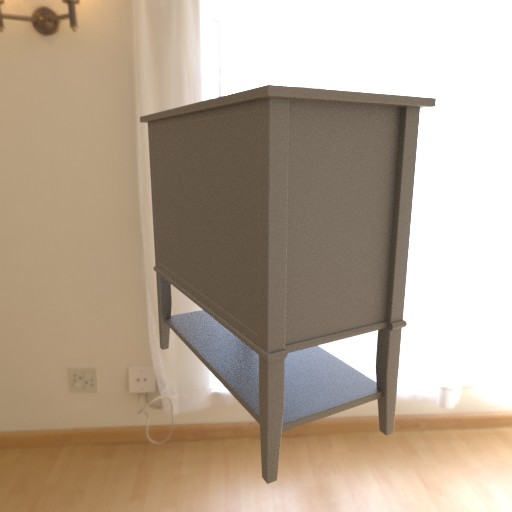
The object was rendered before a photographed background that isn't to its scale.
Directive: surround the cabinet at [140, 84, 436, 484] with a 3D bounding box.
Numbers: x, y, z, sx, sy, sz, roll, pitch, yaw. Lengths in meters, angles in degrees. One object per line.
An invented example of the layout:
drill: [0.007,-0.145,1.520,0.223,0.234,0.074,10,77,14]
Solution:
cabinet: [0.000,0.000,1.237,0.396,0.780,0.801,-7,15,-28]
